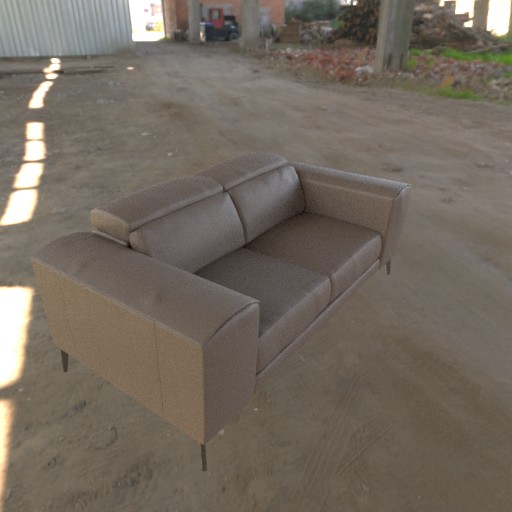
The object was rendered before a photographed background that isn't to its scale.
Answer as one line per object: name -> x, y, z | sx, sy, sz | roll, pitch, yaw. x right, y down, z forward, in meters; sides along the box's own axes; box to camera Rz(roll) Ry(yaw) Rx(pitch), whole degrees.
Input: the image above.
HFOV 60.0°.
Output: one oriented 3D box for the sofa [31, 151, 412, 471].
sofa -> 0.000, 0.000, 2.368 | 1.003, 0.779, 1.895 | 19, 33, 32
